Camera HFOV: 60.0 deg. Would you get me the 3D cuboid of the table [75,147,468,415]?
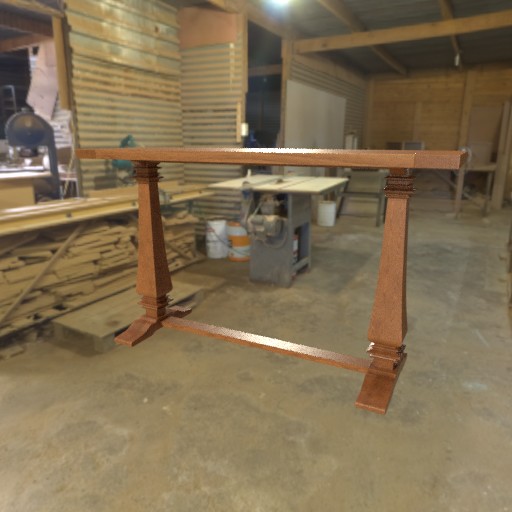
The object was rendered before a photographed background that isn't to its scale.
[{"bbox_3d":[0.000,0.000,1.831,1.478,0.852,0.461,8,17,26],"label":"table"}]
